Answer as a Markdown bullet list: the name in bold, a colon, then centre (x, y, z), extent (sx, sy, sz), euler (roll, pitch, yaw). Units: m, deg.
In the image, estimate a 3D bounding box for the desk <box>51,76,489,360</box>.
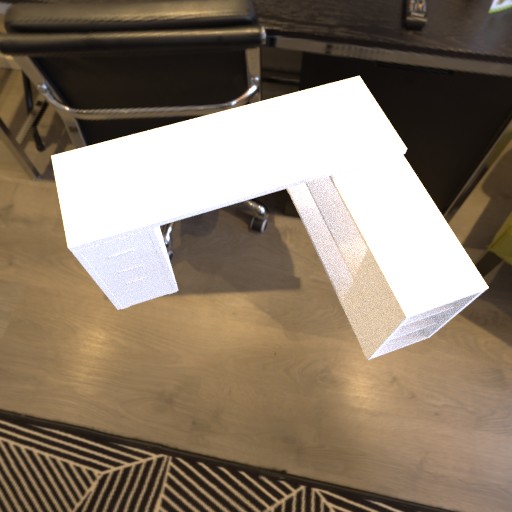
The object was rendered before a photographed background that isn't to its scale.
- **desk**: centre (0.000, 0.000, 2.185), extent (1.524, 0.759, 1.199), euler (-17, 64, -9)
